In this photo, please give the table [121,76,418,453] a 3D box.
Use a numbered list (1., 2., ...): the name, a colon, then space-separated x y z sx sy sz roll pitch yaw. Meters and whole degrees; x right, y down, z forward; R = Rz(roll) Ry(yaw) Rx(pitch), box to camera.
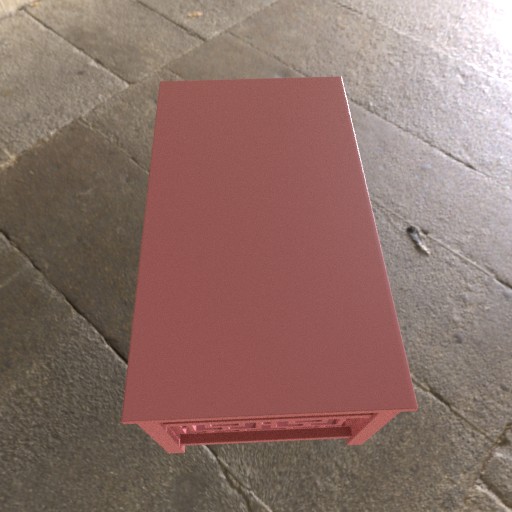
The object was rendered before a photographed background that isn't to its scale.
1. table: 0.000 0.000 1.383 0.612 0.493 1.068 -2 58 -1
